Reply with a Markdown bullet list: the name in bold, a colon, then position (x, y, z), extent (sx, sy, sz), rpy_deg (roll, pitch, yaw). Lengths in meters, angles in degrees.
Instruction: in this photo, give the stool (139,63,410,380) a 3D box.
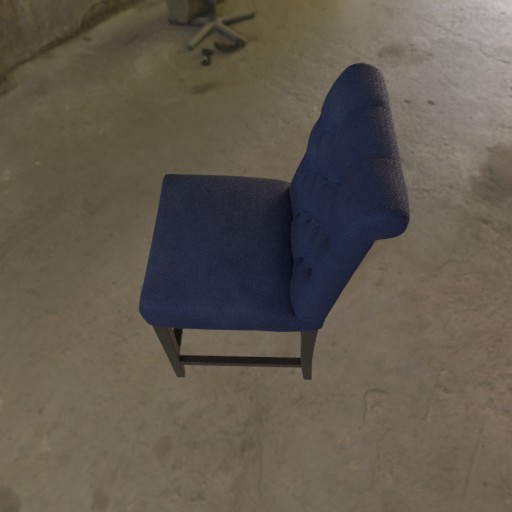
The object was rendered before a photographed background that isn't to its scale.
- **stool**: position (0.000, 0.000, 1.338), extent (0.601, 1.010, 0.493), rpy_deg (2, 58, 1)
